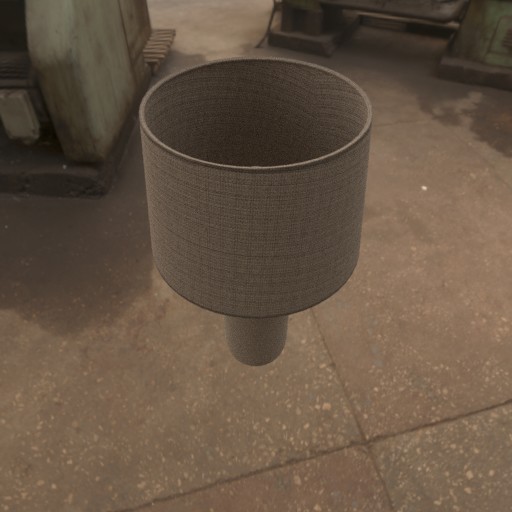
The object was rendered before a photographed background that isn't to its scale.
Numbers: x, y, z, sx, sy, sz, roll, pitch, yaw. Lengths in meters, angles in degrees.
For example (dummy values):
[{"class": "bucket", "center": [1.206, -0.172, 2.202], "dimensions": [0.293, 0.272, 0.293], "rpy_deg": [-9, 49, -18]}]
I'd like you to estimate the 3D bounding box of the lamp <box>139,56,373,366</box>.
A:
[{"class": "lamp", "center": [0.000, 0.000, 0.832], "dimensions": [0.367, 0.609, 0.367], "rpy_deg": [0, 46, 0]}]
